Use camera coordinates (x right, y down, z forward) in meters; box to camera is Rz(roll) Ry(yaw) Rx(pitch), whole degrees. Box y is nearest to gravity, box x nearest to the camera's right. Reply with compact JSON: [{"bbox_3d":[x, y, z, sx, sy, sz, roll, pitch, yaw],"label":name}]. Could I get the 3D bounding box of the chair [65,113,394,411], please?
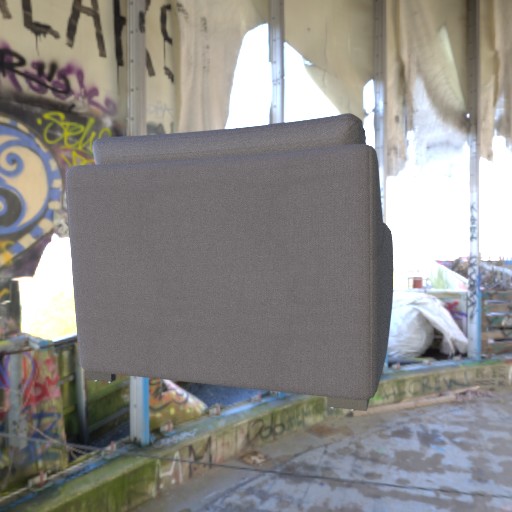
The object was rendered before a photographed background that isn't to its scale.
[{"bbox_3d":[0.000,0.000,1.960,1.168,0.940,1.143,0,1,19],"label":"chair"}]
